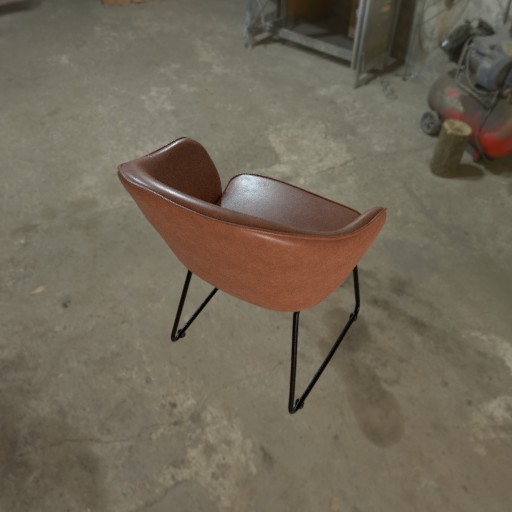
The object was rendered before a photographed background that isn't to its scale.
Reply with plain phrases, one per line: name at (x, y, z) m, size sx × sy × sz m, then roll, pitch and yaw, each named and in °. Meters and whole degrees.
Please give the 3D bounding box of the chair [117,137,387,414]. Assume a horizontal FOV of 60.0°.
chair at (0.000, 0.000, 1.208) m, size 0.582 × 0.785 × 0.580 m, roll 24°, pitch 51°, yaw 22°
